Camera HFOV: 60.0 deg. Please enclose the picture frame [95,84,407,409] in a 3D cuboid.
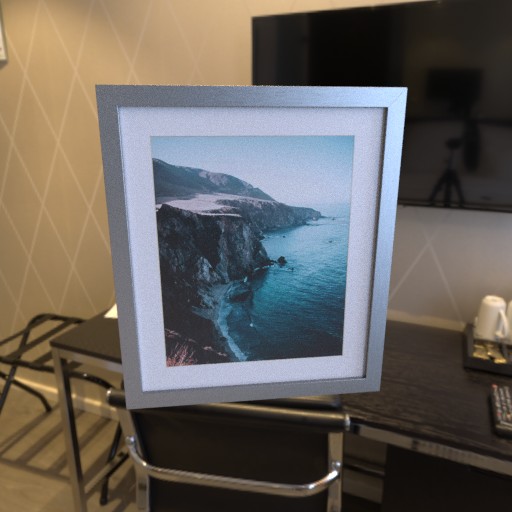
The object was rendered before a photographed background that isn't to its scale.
[{"bbox_3d":[0.000,0.000,1.355,0.839,0.968,0.073,-2,17,-7],"label":"picture frame"}]
